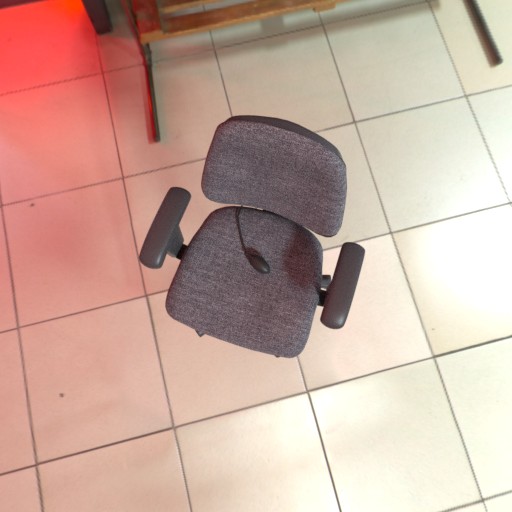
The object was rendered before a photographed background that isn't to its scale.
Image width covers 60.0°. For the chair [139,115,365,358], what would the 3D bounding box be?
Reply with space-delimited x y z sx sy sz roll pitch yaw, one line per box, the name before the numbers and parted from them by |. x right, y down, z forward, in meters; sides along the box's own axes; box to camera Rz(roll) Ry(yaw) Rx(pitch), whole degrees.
chair | 0.000 0.000 1.258 0.550 0.910 0.530 18 78 4
